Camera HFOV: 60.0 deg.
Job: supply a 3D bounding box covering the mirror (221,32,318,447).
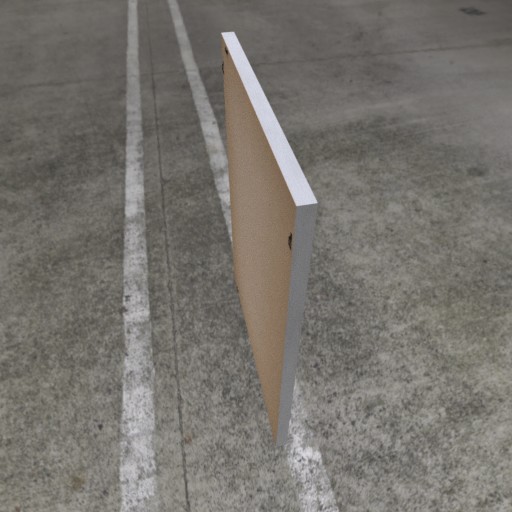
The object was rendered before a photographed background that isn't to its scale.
[{"bbox_3d":[0.000,0.000,1.338,0.041,1.016,0.762,-9,47,-8],"label":"mirror"}]
